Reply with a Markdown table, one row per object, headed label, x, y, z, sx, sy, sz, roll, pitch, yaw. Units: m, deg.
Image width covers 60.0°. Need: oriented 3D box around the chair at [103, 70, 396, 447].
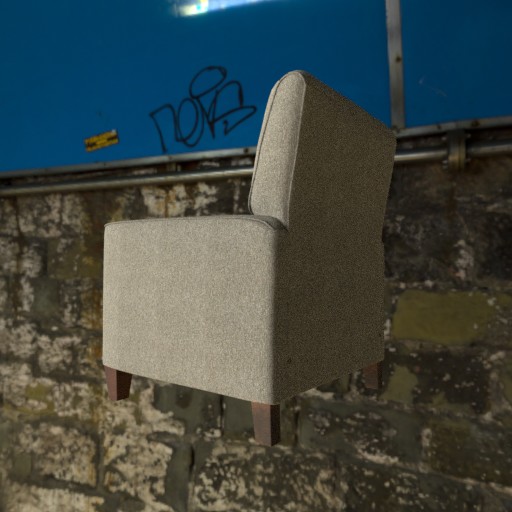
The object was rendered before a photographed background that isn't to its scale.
| label | x | y | z | sx | sy | sz | roll | pitch | yaw |
| --- | --- | --- | --- | --- | --- | --- | --- | --- | --- |
| chair | 0.000 | 0.000 | 1.670 | 0.858 | 1.028 | 0.841 | -1 | -2 | 38 |
